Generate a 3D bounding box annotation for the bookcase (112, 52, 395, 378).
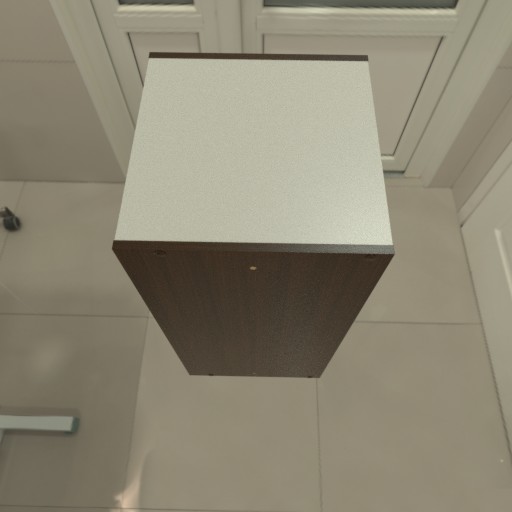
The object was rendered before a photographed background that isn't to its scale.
[{"bbox_3d":[0.000,0.000,0.788,0.290,0.600,0.300,1,63,1],"label":"bookcase"}]
